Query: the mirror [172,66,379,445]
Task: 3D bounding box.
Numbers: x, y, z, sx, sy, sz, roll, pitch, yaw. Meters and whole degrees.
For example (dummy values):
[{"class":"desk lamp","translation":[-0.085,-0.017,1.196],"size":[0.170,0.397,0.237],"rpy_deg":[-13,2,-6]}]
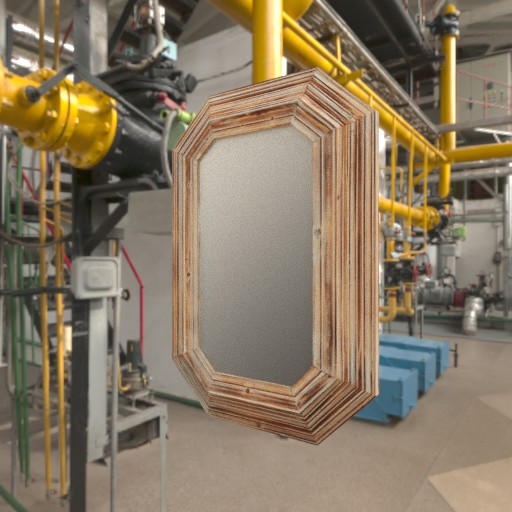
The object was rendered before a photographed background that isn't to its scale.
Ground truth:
[{"class":"mirror","translation":[0.000,0.000,1.288],"size":[0.709,1.015,0.061],"rpy_deg":[0,0,35]}]
